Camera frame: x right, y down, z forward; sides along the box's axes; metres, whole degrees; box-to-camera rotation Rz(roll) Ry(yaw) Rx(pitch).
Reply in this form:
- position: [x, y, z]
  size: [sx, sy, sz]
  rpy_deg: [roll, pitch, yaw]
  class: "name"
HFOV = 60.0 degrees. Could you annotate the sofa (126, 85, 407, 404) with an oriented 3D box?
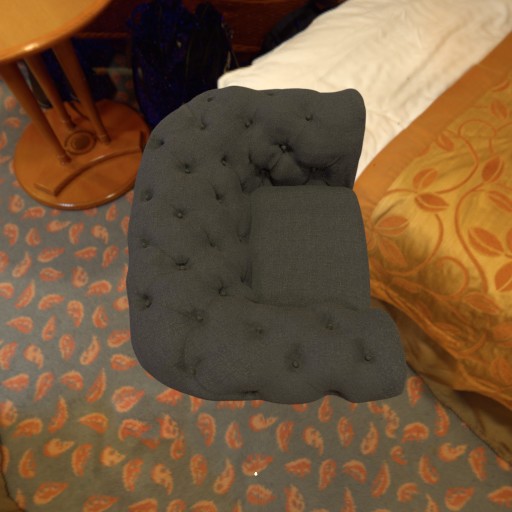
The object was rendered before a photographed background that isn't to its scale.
- position: [0.000, 0.000, 2.063]
  size: [1.032, 0.878, 1.405]
  rpy_deg: [-1, 64, 0]
  class: "sofa"
